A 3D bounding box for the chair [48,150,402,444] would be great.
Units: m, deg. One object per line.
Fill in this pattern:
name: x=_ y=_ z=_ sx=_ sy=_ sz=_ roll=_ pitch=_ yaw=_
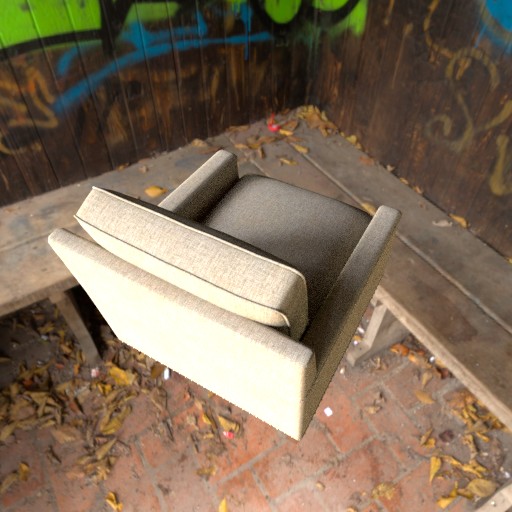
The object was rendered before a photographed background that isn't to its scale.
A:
chair: x=0.000 y=0.000 z=1.693 sx=0.853 sy=0.943 sz=1.014 roll=23 pitch=52 yaw=20
